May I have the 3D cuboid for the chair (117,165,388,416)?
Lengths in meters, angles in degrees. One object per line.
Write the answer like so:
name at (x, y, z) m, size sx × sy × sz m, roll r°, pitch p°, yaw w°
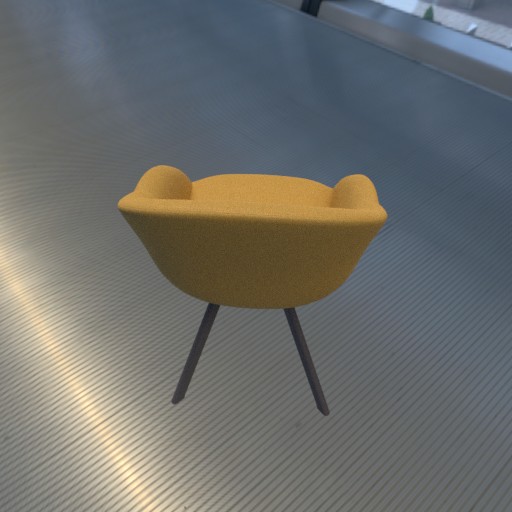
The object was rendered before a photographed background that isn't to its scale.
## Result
chair at (0.000, 0.000, 1.176) m, size 0.551 × 0.793 × 0.583 m, roll 3°, pitch 46°, yaw 3°
